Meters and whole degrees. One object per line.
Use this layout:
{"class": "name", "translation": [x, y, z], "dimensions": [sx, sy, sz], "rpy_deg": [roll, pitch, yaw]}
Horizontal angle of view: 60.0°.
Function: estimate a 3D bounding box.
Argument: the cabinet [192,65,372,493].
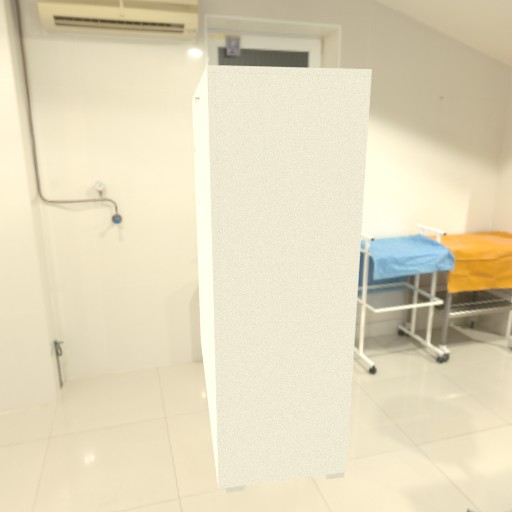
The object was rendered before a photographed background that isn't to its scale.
{"class": "cabinet", "translation": [0.000, 0.000, 1.676], "dimensions": [0.400, 1.190, 1.000], "rpy_deg": [-3, 15, -9]}
